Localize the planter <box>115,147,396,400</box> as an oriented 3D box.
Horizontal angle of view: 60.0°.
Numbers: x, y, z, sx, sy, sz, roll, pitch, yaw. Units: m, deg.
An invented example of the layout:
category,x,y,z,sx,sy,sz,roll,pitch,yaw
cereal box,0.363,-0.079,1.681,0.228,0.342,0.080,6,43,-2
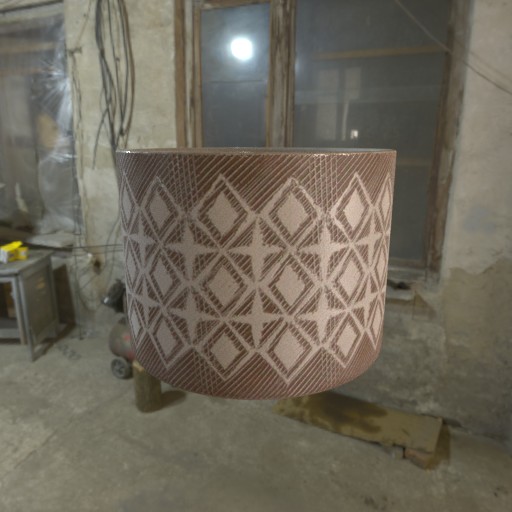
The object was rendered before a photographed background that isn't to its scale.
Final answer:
category,x,y,z,sx,sy,sz,roll,pitch,yaw
planter,0.000,0.000,0.222,0.126,0.104,0.126,0,14,0
